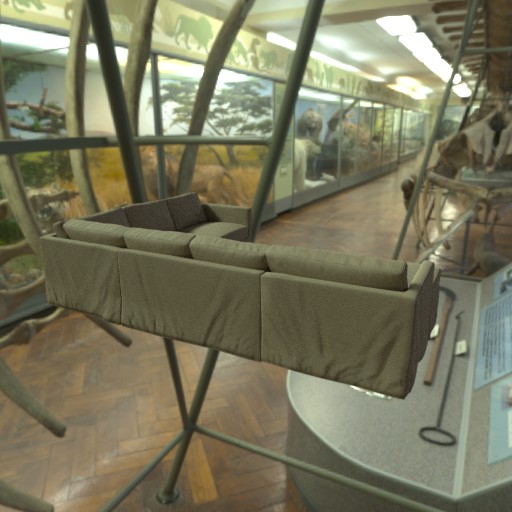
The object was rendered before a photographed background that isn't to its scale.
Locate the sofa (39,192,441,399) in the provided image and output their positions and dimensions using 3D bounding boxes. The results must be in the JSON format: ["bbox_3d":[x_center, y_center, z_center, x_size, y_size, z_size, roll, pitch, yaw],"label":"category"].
[{"bbox_3d":[0.000,0.000,4.553,3.528,0.878,2.476,8,18,27],"label":"sofa"}]
